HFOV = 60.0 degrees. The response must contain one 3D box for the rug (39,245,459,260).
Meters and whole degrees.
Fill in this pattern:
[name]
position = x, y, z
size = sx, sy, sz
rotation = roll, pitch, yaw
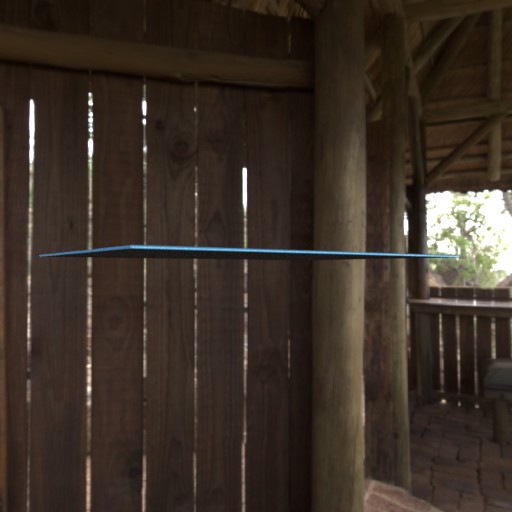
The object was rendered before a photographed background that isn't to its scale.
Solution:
[rug]
position = 0.000, 0.000, 3.496
size = 2.769, 0.018, 1.830
rotation = 1, -2, -37
